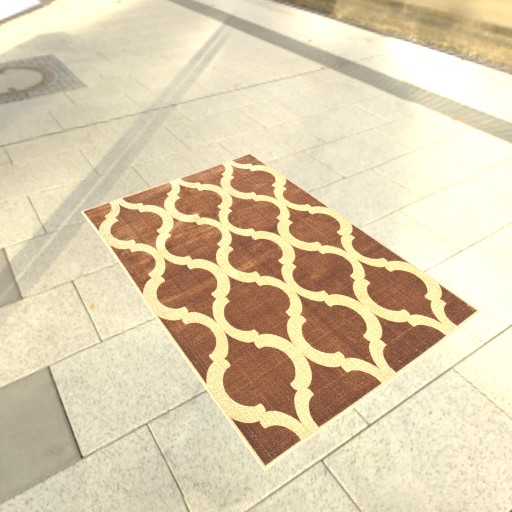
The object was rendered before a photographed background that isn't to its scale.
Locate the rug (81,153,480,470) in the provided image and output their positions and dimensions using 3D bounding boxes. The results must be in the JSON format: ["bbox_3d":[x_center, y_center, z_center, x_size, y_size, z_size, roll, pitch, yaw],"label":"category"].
[{"bbox_3d":[0.000,0.000,2.878,1.526,0.014,2.290,-25,47,-26],"label":"rug"}]
